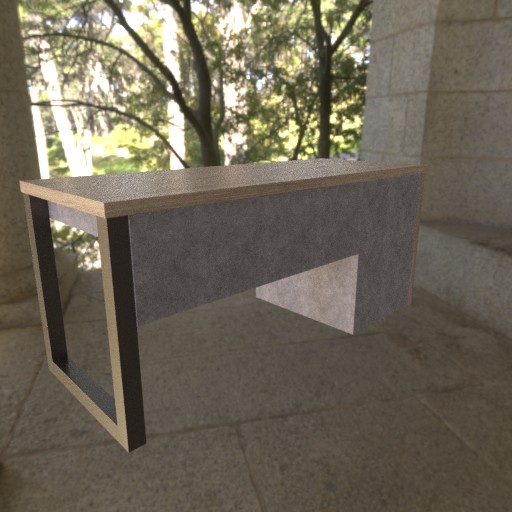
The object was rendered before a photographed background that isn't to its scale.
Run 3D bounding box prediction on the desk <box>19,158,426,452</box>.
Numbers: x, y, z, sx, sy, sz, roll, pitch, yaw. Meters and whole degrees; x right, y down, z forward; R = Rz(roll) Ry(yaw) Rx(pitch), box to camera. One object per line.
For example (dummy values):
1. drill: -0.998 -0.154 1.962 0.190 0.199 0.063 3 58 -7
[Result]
1. desk: 0.000 0.000 2.012 1.700 0.760 0.690 -15 22 -41
